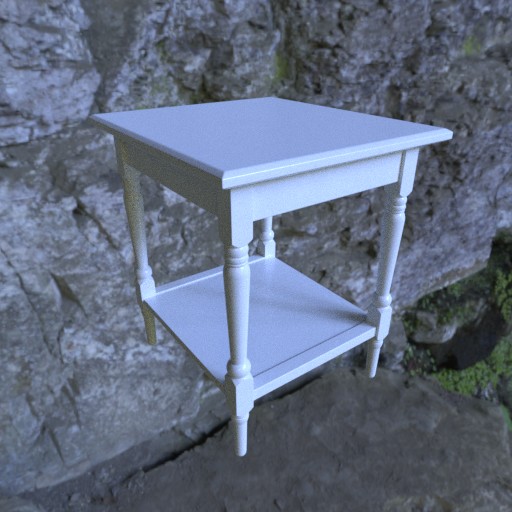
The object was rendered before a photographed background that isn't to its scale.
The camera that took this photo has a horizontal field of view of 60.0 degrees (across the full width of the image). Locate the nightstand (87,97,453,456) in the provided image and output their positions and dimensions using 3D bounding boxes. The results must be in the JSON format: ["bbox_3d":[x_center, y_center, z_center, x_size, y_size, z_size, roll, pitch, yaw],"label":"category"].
[{"bbox_3d":[0.000,0.000,0.936,0.459,0.555,0.505,-18,32,-31],"label":"nightstand"}]
